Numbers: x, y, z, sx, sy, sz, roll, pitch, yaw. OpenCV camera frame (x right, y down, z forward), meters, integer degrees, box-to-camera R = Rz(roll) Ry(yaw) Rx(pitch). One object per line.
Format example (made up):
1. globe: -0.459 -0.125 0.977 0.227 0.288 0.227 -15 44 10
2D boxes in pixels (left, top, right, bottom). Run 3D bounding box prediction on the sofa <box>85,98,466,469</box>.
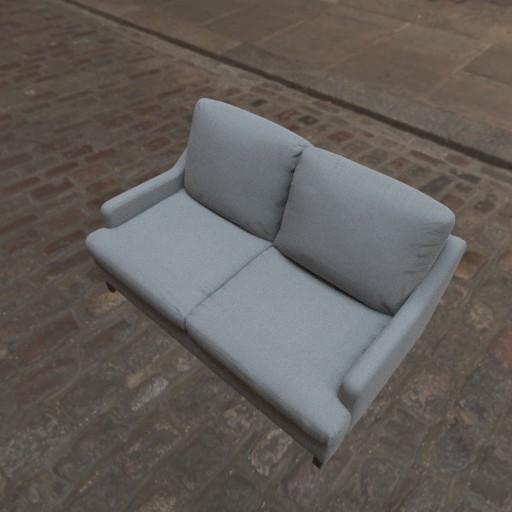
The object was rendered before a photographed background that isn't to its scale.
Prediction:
1. sofa: 0.000 0.000 2.160 1.589 0.921 0.987 32 54 27
